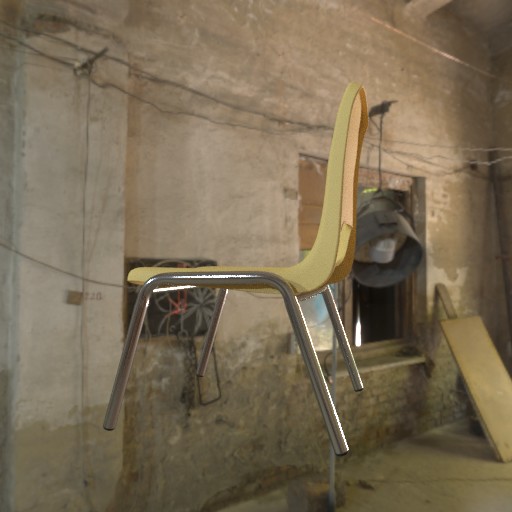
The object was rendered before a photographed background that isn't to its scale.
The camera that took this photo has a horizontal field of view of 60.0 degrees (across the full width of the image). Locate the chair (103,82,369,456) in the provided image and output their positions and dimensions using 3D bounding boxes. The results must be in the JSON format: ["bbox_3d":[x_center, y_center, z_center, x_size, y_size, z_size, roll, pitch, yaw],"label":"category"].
[{"bbox_3d":[0.000,0.000,0.789,0.385,0.536,0.354,0,-1,17],"label":"chair"}]
